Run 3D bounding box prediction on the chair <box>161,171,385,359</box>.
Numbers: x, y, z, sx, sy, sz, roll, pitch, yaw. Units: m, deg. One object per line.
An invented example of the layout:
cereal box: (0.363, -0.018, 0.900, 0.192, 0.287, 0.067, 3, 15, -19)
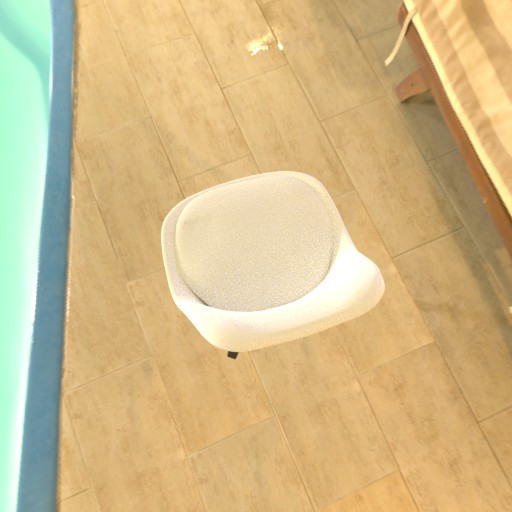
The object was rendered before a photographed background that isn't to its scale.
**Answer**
chair: (0.000, 0.000, 1.240, 0.550, 0.930, 0.550, -17, 75, -5)
